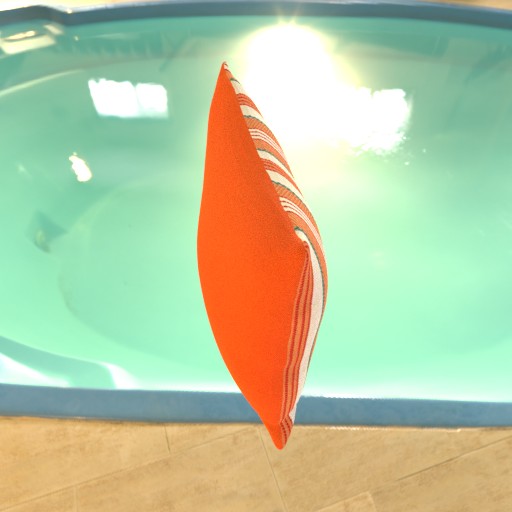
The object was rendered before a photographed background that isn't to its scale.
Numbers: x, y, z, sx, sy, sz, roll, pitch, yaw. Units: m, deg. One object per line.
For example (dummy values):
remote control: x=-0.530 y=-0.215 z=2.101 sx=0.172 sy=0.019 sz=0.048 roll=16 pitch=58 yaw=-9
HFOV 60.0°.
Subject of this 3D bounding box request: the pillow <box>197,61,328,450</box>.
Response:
pillow: x=0.000 y=0.000 z=0.691 sx=0.182 sy=0.441 sz=0.440 roll=-9 pitch=47 yaw=-9
